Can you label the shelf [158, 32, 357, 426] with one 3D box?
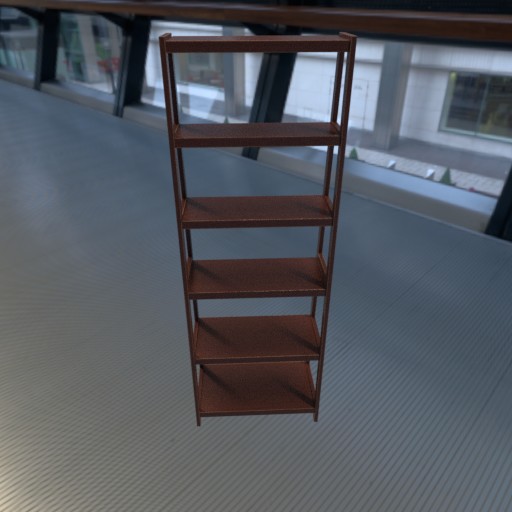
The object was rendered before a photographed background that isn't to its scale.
[{"bbox_3d":[0.000,0.000,2.098,0.660,1.892,0.381,-1,30,-2],"label":"shelf"}]
